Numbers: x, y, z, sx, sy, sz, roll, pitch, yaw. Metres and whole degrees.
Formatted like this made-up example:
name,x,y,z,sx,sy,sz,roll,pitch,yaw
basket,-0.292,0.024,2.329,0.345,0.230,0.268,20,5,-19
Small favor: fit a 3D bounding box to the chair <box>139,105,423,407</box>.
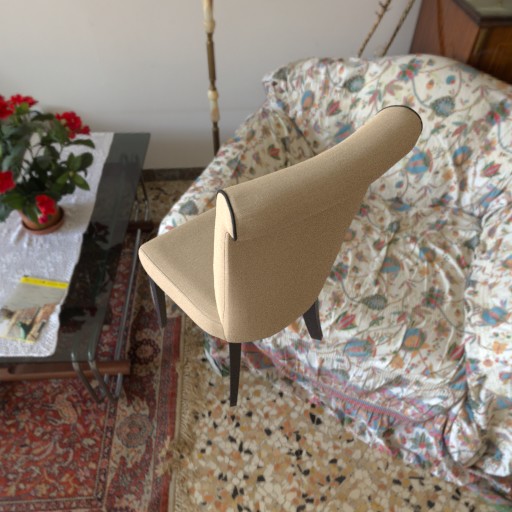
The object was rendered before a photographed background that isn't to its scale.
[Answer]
name,x,y,z,sx,sy,sz,roll,pitch,yaw
chair,0.000,0.000,1.334,0.522,0.997,0.623,-31,54,-25
